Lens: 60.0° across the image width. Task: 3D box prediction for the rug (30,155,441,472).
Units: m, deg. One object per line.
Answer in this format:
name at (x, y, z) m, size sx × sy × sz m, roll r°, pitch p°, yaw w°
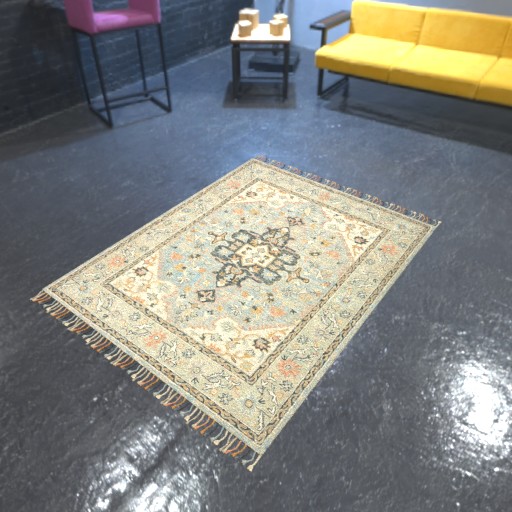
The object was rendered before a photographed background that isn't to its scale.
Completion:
rug at (0.000, 0.000, 2.236) m, size 1.278 × 0.009 × 1.730 m, roll 27°, pitch 47°, yaw 28°
